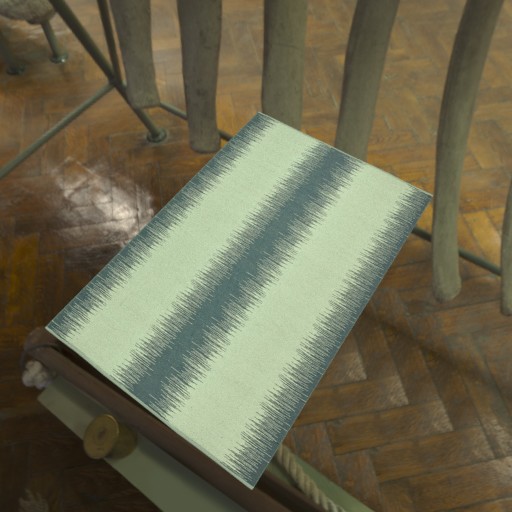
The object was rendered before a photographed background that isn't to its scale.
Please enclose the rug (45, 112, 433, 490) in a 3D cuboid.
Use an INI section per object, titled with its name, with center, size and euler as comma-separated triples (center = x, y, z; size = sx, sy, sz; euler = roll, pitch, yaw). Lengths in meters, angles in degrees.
[rug]
center = 0.000, 0.000, 2.369
size = 1.234, 0.006, 1.854
euler = 31, 64, 17
